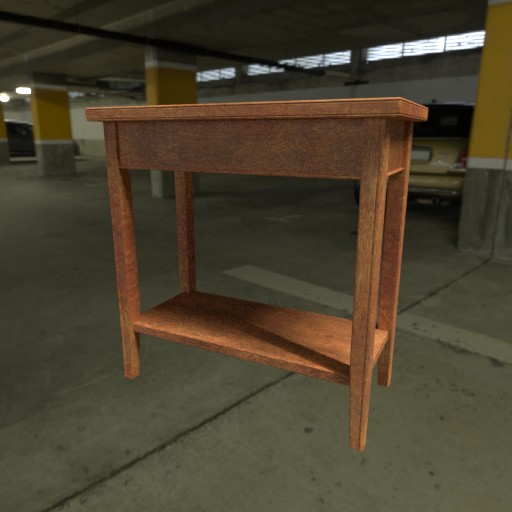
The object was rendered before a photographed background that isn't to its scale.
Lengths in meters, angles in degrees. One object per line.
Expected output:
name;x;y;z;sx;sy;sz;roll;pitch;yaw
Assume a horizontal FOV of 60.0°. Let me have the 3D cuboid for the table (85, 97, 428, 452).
table;0.000;0.000;0.960;0.610;0.610;0.305;8;17;26
